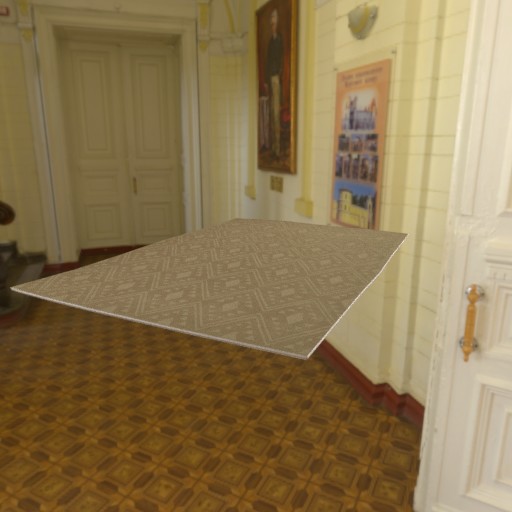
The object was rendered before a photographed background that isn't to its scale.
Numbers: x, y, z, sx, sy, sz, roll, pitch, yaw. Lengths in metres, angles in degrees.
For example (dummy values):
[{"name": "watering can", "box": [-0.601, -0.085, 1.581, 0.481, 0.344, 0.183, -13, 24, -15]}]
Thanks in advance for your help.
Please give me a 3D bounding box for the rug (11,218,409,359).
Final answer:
[{"name": "rug", "box": [0.000, 0.000, 2.267, 1.252, 0.034, 1.829, 7, 17, 26]}]
